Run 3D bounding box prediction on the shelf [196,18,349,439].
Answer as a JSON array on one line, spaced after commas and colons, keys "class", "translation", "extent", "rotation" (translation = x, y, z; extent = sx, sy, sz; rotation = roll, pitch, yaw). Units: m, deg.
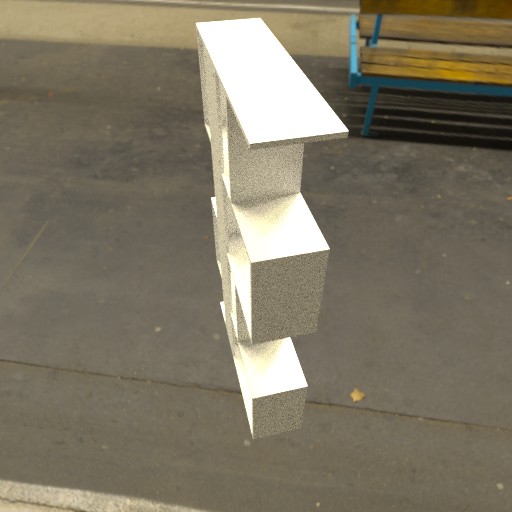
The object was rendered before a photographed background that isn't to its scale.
[{"class": "shelf", "translation": [0.000, 0.000, 1.949], "extent": [0.250, 1.650, 0.890], "rotation": [-10, 45, -10]}]
